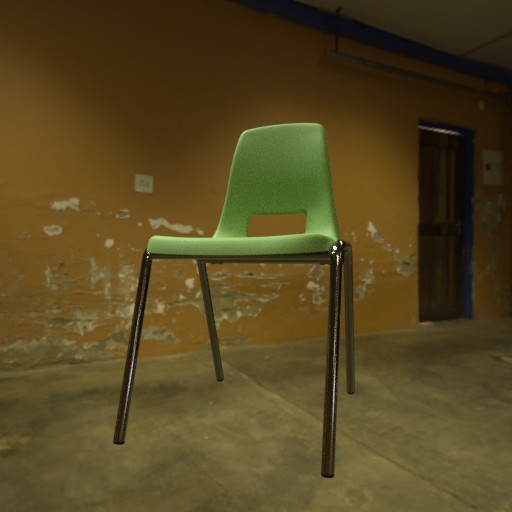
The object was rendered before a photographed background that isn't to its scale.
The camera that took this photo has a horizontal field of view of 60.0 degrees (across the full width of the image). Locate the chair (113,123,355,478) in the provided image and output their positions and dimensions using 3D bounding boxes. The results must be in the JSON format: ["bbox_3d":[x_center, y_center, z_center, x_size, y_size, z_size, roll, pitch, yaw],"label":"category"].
[{"bbox_3d":[0.000,0.000,0.906,0.381,0.653,0.436,0,0,18],"label":"chair"}]
